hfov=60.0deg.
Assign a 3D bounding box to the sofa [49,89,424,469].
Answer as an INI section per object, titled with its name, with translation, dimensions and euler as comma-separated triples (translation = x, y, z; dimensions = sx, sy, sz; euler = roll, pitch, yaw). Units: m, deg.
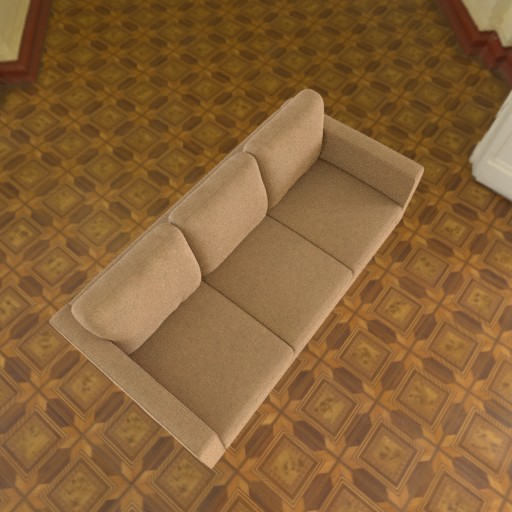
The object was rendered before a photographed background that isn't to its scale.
[sofa]
translation = 0.000, 0.000, 2.359
dimensions = 0.930, 0.800, 1.855
euler = 34, 66, 18
